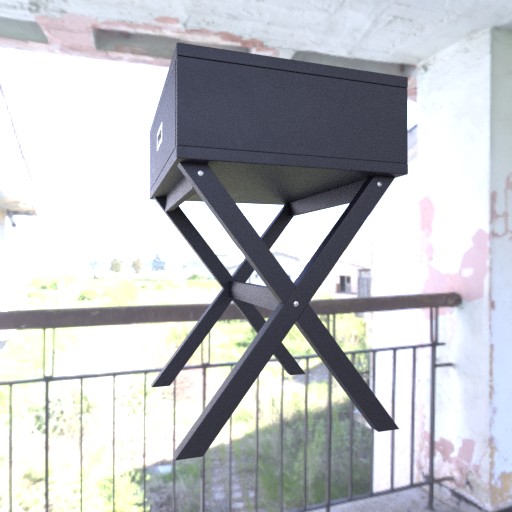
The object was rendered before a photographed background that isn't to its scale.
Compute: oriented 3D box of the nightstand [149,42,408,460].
[{"bbox_3d":[0.000,0.000,0.936,0.402,0.623,0.479,0,0,-18],"label":"nightstand"}]
